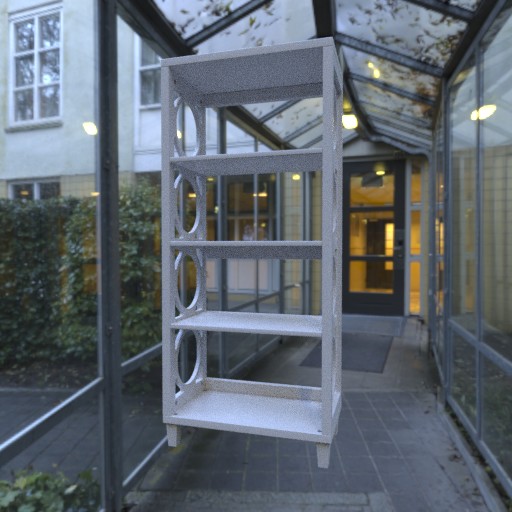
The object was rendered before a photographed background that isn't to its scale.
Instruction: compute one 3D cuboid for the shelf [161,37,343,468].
[{"bbox_3d":[0.000,0.000,1.678,0.611,1.411,0.340,0,1,16],"label":"shelf"}]
